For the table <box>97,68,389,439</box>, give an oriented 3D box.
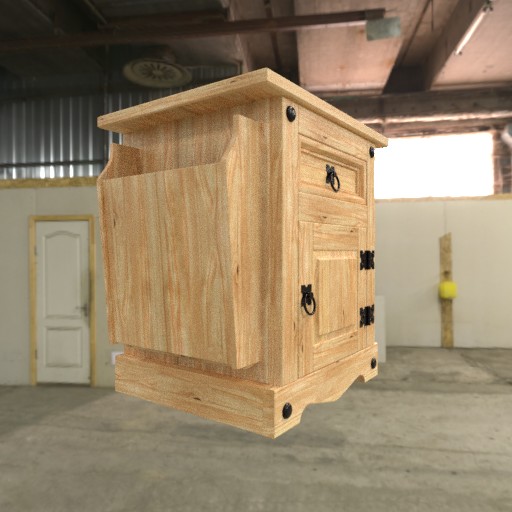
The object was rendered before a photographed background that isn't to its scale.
[{"bbox_3d":[0.000,0.000,0.896,0.380,0.515,0.530,1,1,36],"label":"table"}]
